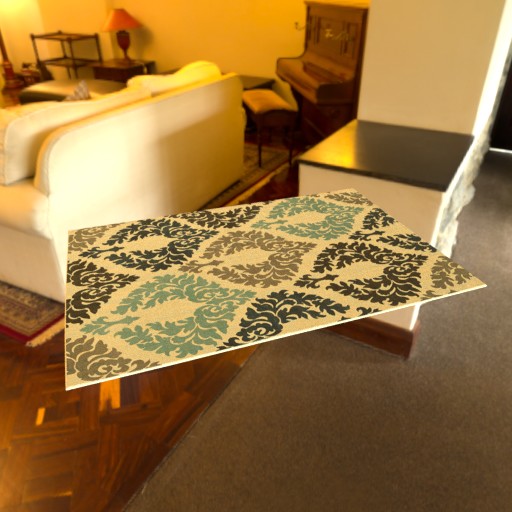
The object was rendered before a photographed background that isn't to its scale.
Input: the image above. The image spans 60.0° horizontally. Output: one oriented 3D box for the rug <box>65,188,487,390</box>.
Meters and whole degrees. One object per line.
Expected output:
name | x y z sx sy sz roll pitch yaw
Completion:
rug | 0.000 0.000 2.816 2.275 0.014 1.514 -11 33 -17
